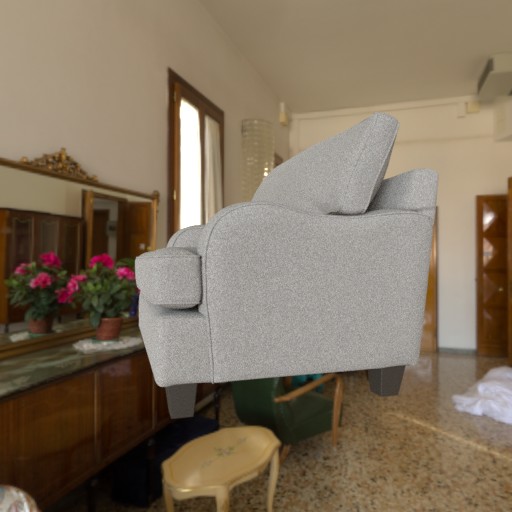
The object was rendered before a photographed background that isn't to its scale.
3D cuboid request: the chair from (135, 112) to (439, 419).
[{"bbox_3d":[0.000,0.000,2.019,1.040,1.016,1.220,0,0,-17],"label":"chair"}]
